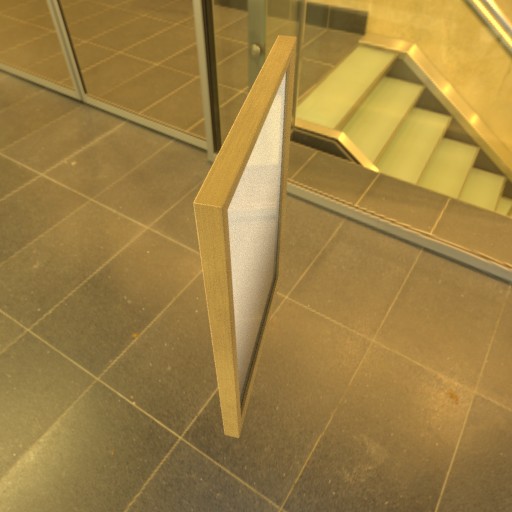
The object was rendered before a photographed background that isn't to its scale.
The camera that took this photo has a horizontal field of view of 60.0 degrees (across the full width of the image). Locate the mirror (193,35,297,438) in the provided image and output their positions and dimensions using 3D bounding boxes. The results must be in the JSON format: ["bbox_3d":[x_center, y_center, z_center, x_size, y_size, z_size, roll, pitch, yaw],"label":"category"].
[{"bbox_3d":[0.000,0.000,0.943,0.040,0.710,0.507,10,48,9],"label":"mirror"}]
